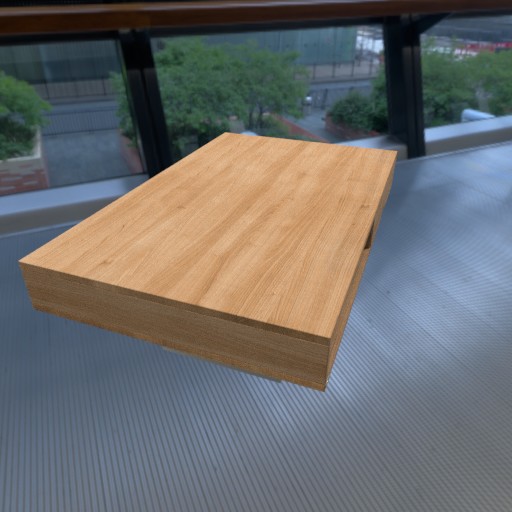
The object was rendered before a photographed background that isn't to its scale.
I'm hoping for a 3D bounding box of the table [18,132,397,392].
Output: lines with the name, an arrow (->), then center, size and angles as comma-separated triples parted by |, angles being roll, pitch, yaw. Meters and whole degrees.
table -> 0.000, 0.000, 1.421 | 0.700, 0.440, 1.100 | 11, 33, 18
